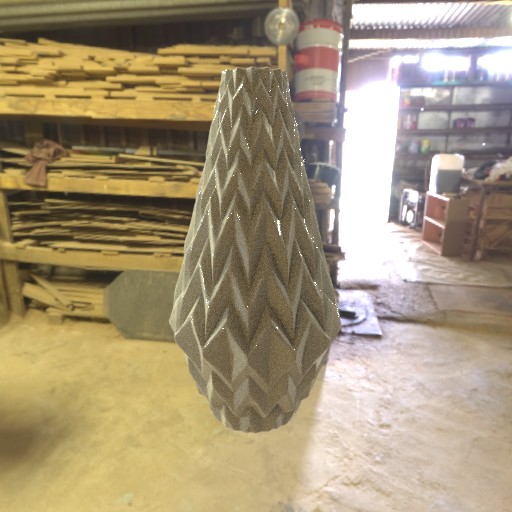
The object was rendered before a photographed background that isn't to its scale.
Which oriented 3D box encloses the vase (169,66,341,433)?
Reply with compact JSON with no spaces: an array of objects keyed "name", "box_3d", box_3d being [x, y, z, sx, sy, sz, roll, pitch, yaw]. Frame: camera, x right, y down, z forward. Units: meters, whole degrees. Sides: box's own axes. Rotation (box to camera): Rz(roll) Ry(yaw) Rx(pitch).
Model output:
[{"name":"vase","box_3d":[0.000,0.000,0.422,0.167,0.328,0.167,0,15,0]}]
